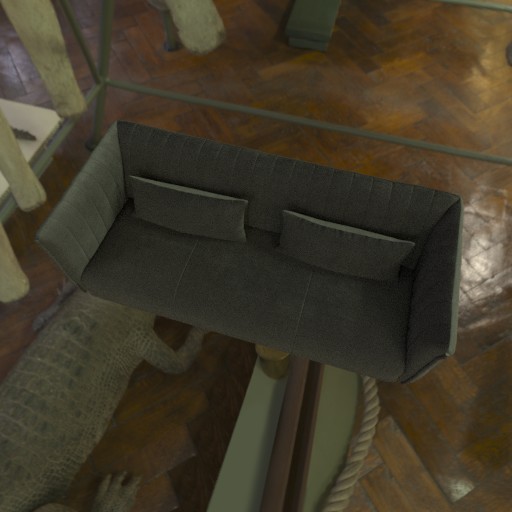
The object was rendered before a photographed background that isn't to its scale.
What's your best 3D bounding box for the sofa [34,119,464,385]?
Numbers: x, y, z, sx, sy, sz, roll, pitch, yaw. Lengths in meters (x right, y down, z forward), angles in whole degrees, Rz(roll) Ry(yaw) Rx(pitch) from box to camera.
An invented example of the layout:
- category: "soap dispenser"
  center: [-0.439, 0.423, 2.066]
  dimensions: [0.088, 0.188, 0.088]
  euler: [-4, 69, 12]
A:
- category: "sofa"
  center: [0.000, 0.000, 2.440]
  dimensions: [1.980, 0.780, 0.876]
  euler: [15, 60, 9]
